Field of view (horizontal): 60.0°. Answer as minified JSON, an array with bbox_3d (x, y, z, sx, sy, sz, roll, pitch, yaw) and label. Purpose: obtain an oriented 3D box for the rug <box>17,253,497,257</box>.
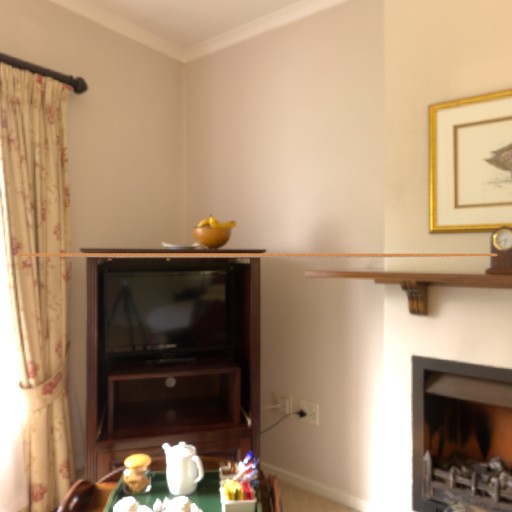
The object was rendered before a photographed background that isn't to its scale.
[{"bbox_3d":[0.000,0.000,2.711,2.134,0.013,1.524,0,0,-1],"label":"rug"}]
